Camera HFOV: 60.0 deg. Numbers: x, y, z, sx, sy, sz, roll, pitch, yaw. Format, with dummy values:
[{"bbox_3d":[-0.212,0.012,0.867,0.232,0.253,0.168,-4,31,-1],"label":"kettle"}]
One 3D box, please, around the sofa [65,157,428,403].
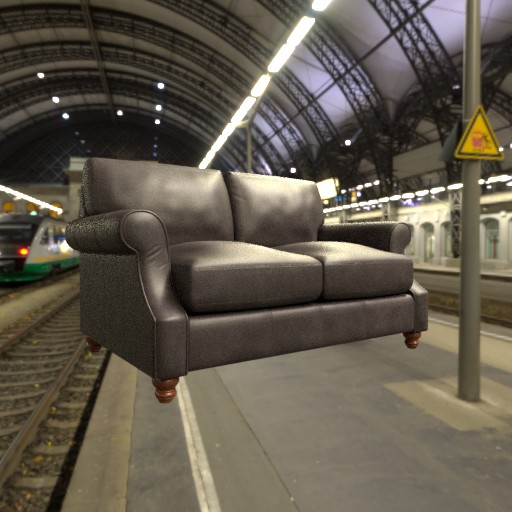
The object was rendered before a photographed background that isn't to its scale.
[{"bbox_3d":[0.000,0.000,2.303,1.663,0.979,1.030,-1,2,-35],"label":"sofa"}]
